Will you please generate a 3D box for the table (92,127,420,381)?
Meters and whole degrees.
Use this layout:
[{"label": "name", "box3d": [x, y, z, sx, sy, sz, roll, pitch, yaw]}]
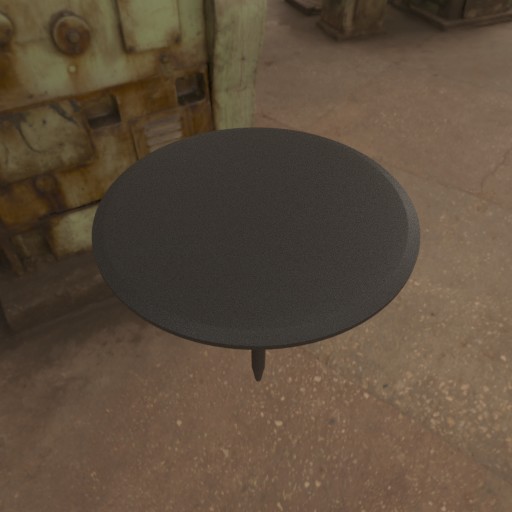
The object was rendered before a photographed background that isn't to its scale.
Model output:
[{"label": "table", "box3d": [0.000, 0.000, 1.389, 0.900, 0.400, 0.900, 0, 46, 0]}]
